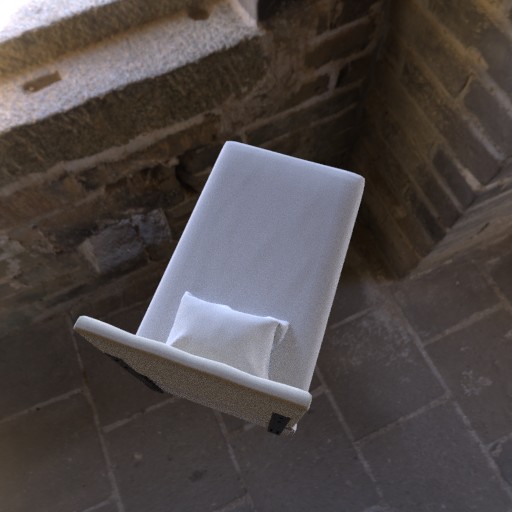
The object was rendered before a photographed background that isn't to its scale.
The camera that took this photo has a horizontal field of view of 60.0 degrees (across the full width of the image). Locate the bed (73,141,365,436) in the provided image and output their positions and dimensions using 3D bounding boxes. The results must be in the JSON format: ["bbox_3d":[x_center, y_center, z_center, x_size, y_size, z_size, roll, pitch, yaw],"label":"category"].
[{"bbox_3d":[0.000,0.000,3.067,1.261,1.571,1.997,17,65,8],"label":"bed"}]
